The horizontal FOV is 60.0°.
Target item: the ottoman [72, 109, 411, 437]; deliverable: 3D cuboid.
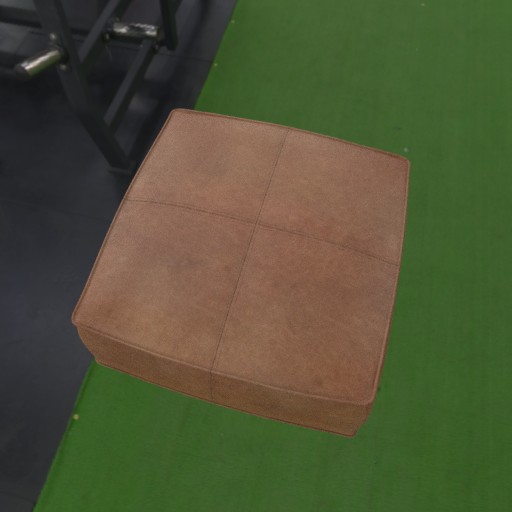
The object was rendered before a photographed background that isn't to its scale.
[{"bbox_3d":[0.000,0.000,1.417,0.902,0.395,0.901,14,64,7],"label":"ottoman"}]
